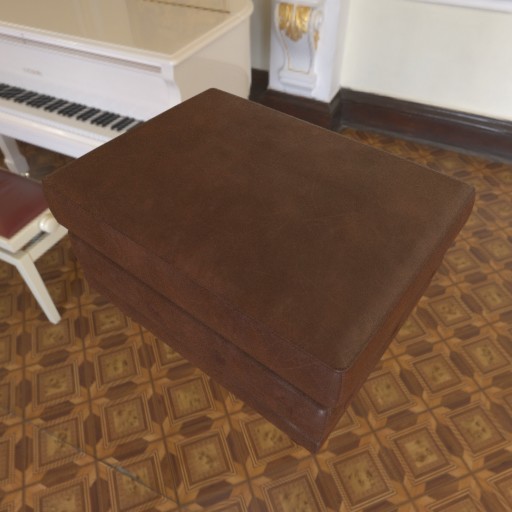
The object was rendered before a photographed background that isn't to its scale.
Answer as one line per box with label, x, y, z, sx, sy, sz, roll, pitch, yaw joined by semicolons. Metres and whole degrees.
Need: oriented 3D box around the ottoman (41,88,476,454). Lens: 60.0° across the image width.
ottoman;0.000;0.000;1.132;0.795;0.509;0.588;29;53;25
